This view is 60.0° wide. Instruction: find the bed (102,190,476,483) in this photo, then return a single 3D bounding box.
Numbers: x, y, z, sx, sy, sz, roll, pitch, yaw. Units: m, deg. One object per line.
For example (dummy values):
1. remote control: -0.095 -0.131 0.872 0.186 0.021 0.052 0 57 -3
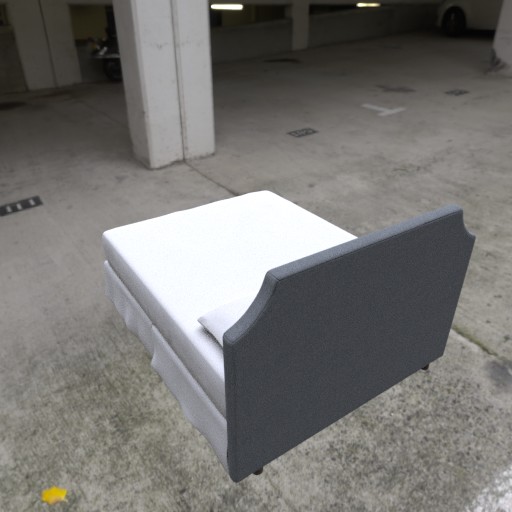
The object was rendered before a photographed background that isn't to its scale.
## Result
1. bed: 0.000 0.000 3.317 1.811 1.296 2.259 -19 35 -29
